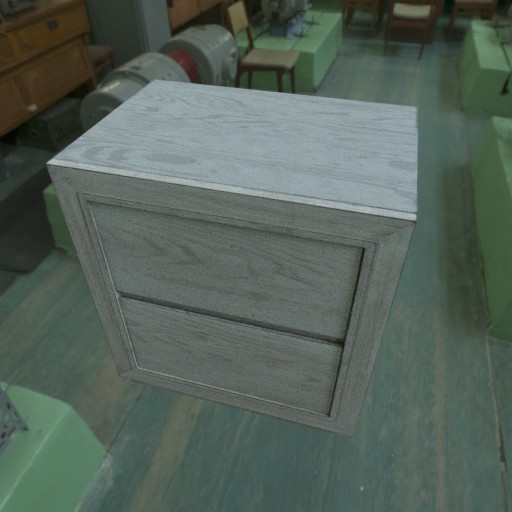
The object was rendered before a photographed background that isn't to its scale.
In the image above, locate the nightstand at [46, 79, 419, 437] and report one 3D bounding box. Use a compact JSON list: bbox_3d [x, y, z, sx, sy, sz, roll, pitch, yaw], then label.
[{"bbox_3d":[0.000,0.000,1.085,0.612,0.673,0.483,10,42,12],"label":"nightstand"}]
